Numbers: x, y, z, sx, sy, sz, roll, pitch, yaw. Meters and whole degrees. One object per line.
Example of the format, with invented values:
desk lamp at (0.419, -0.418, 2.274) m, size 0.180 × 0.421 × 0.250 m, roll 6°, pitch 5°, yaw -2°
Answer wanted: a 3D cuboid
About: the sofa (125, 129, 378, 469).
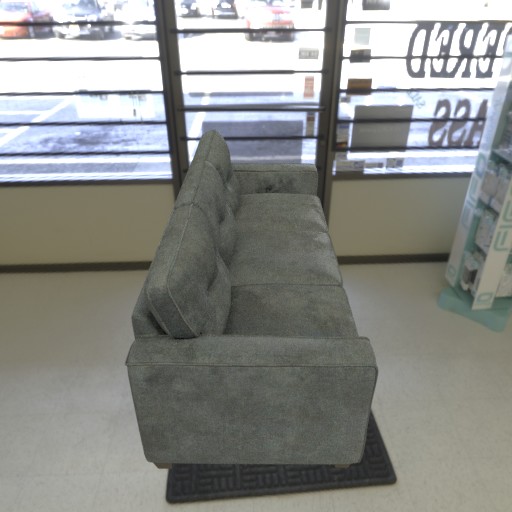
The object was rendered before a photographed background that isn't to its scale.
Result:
sofa at (0.000, 0.000, 2.564) m, size 0.939 × 0.965 × 2.133 m, roll 0°, pitch 31°, yaw 0°
